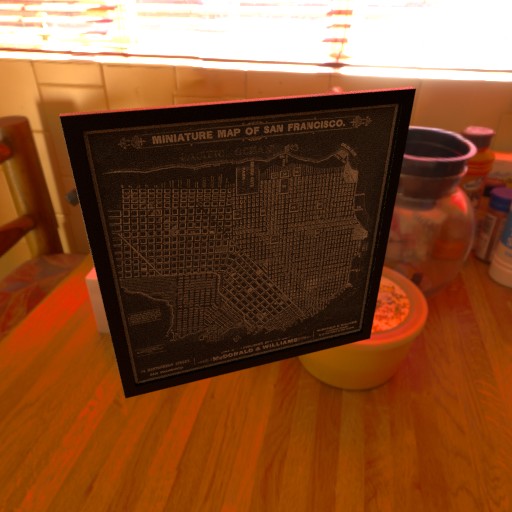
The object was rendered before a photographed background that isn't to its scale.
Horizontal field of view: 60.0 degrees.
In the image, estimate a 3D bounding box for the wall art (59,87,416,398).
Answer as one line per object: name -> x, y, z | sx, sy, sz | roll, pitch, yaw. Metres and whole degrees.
wall art -> 0.000, 0.000, 0.672 | 0.457, 0.458, 0.012 | -10, 34, -15
